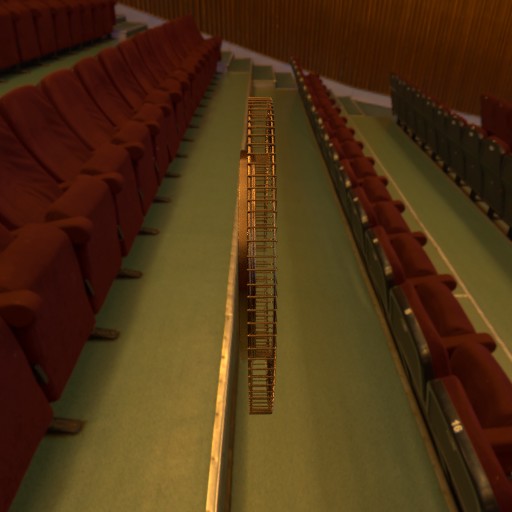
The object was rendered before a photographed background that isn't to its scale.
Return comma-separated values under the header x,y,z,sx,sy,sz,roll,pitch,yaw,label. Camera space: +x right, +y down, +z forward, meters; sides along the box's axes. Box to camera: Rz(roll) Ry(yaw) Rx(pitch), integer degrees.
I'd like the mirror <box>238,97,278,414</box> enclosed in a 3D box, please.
x,y,z,sx,sy,sz,roll,pitch,yaw,label
0.000,0.000,1.044,0.067,0.703,0.703,0,31,0,mirror
